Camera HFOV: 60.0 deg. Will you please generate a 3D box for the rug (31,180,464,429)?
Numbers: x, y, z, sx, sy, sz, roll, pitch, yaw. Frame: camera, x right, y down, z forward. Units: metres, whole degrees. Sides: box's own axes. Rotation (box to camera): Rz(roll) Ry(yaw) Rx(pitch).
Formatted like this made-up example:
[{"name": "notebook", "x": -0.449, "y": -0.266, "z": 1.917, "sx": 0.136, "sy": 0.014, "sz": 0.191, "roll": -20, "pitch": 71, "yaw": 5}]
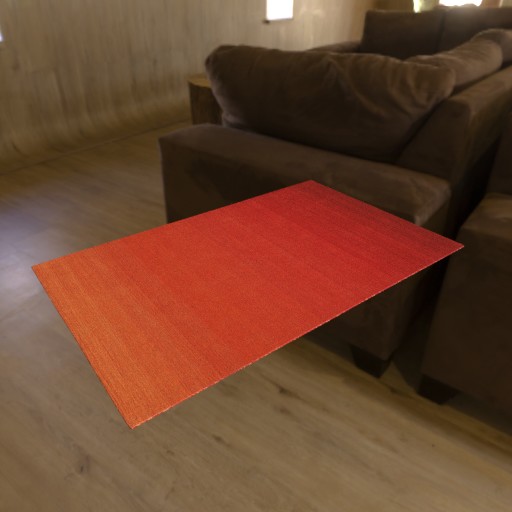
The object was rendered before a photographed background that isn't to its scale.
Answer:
[{"name": "rug", "x": 0.000, "y": 0.000, "z": 2.935, "sx": 2.442, "sy": 0.010, "sz": 1.531, "roll": -22, "pitch": 37, "yaw": -31}]
